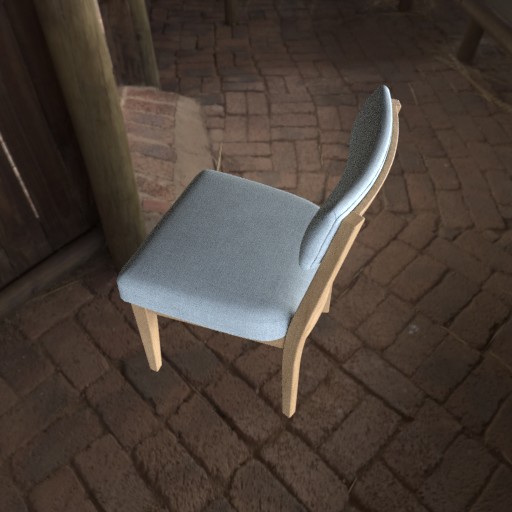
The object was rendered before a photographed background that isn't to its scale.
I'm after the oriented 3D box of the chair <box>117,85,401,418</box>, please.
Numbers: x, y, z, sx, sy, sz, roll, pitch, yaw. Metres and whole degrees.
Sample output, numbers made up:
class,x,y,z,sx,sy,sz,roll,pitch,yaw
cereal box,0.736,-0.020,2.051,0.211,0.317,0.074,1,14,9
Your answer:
class,x,y,z,sx,sy,sz,roll,pitch,yaw
chair,0.000,0.000,1.205,0.572,0.832,0.508,16,48,14
